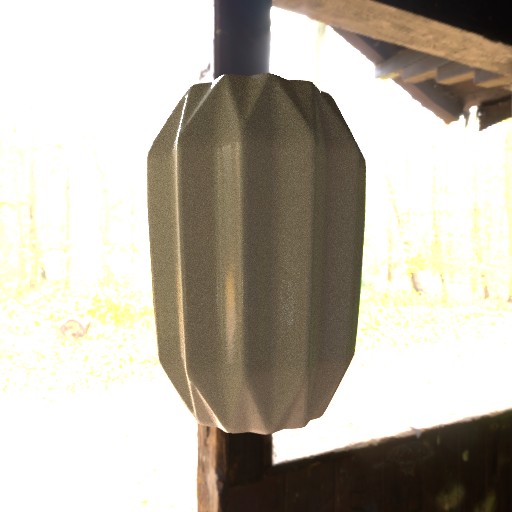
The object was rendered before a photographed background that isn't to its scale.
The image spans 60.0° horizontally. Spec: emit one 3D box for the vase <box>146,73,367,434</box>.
[{"bbox_3d":[0.000,0.000,0.396,0.195,0.275,0.195,0,-1,0],"label":"vase"}]
